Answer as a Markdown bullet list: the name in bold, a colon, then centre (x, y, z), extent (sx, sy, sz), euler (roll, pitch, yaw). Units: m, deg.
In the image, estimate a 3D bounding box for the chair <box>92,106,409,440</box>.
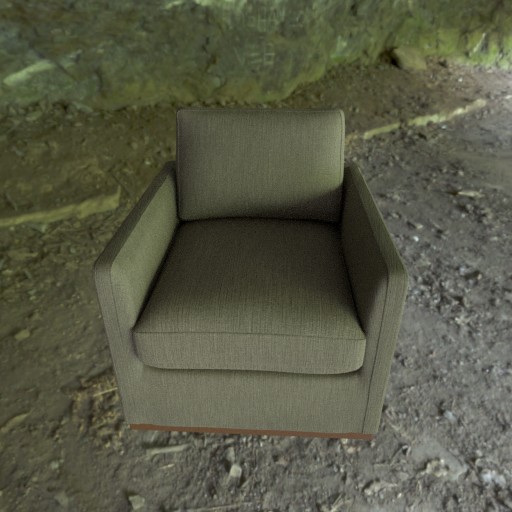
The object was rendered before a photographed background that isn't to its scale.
- **chair**: centre (0.000, 0.000, 1.464), extent (0.763, 0.811, 0.834), euler (1, 31, 2)
